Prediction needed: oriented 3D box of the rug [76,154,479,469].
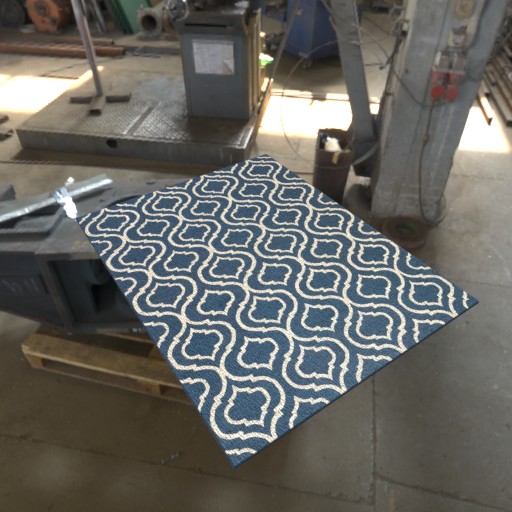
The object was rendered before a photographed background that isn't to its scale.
[{"bbox_3d":[0.000,0.000,3.884,2.270,0.020,2.881,-24,47,-25],"label":"rug"}]
